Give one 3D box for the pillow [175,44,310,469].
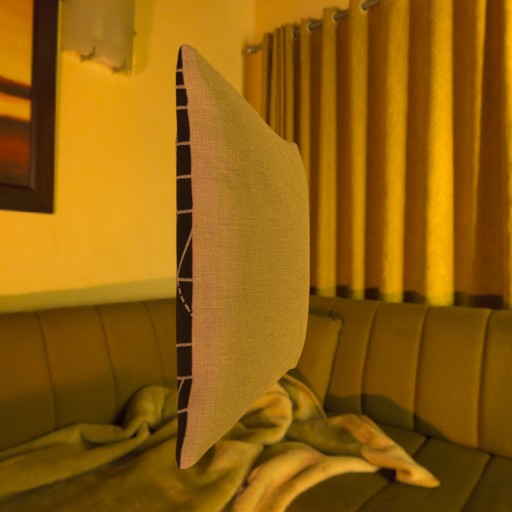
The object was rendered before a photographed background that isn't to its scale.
[{"bbox_3d":[0.000,0.000,0.764,0.158,0.508,0.517,0,0,19],"label":"pillow"}]
